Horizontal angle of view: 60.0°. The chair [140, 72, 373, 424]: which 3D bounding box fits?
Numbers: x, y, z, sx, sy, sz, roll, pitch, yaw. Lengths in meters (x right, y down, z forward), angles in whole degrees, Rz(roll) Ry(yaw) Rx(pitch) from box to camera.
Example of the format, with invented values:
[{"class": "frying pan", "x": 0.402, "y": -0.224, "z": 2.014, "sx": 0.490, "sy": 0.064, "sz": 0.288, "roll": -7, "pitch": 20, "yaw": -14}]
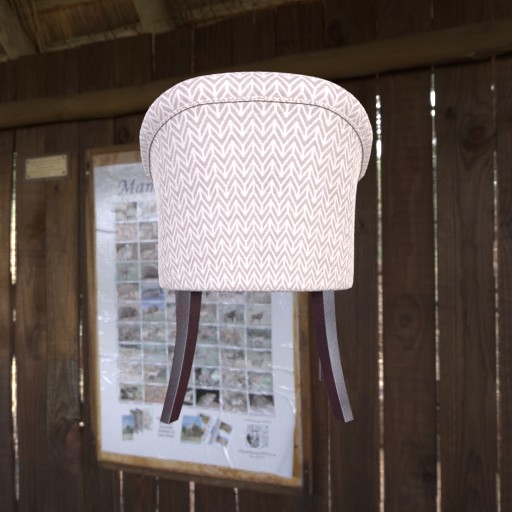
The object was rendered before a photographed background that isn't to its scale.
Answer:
[{"class": "chair", "x": 0.000, "y": 0.000, "z": 1.303, "sx": 0.686, "sy": 0.858, "sz": 0.613, "roll": 0, "pitch": -1, "yaw": -1}]
